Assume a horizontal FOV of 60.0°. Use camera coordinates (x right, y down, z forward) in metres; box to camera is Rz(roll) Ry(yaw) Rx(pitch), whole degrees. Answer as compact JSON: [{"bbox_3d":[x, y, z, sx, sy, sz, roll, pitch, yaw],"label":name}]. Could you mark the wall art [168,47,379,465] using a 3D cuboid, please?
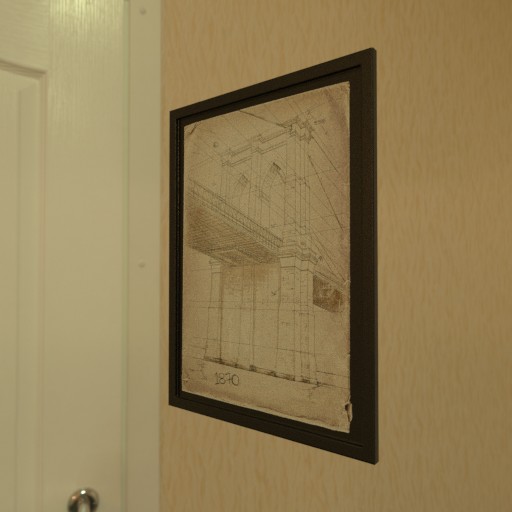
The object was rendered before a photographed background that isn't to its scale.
[{"bbox_3d":[0.000,0.000,0.849,0.480,0.657,0.016,-1,-1,38],"label":"wall art"}]
